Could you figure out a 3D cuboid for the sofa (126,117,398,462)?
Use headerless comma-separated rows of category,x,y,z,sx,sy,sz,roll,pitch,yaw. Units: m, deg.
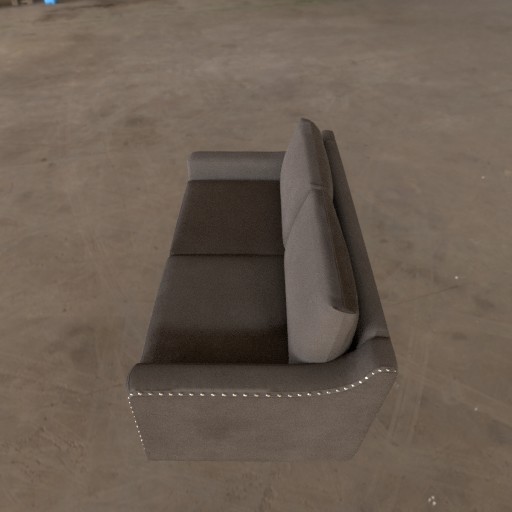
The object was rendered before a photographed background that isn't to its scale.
sofa,0.000,0.000,3.231,1.336,1.196,2.550,1,40,1
